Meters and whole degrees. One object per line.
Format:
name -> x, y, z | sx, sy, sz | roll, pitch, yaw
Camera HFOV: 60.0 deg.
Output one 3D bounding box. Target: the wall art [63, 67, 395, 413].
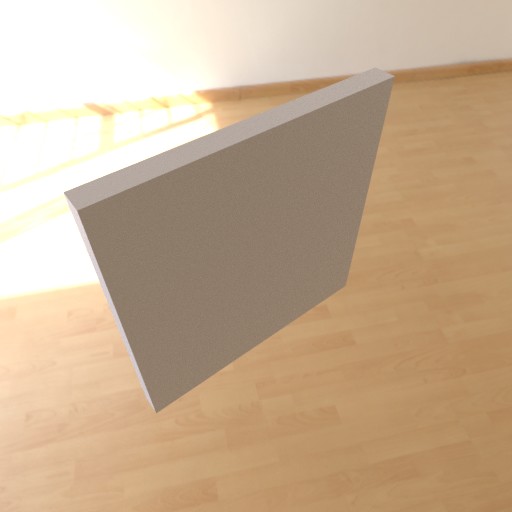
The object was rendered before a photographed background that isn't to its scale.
wall art -> 0.000, 0.000, 0.538 | 0.355, 0.355, 0.027 | -30, 54, -25
